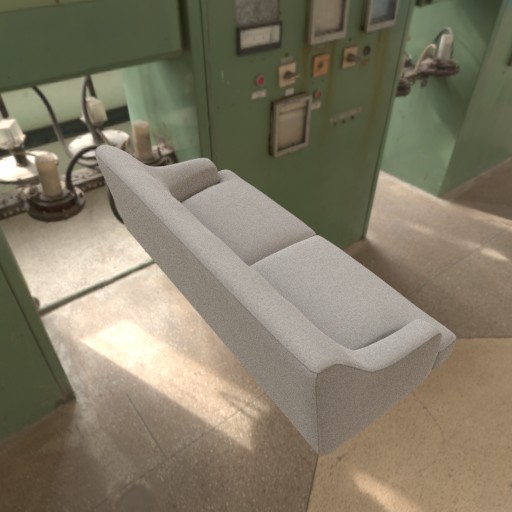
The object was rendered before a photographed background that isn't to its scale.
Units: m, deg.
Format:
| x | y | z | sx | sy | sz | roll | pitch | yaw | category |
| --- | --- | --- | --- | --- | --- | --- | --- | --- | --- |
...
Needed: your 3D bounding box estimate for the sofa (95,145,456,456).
| x | y | z | sx | sy | sz | roll | pitch | yaw | category |
| --- | --- | --- | --- | --- | --- | --- | --- | --- | --- |
| 0.000 | 0.000 | 2.521 | 0.978 | 0.871 | 2.057 | -25 | 47 | -27 | sofa |
